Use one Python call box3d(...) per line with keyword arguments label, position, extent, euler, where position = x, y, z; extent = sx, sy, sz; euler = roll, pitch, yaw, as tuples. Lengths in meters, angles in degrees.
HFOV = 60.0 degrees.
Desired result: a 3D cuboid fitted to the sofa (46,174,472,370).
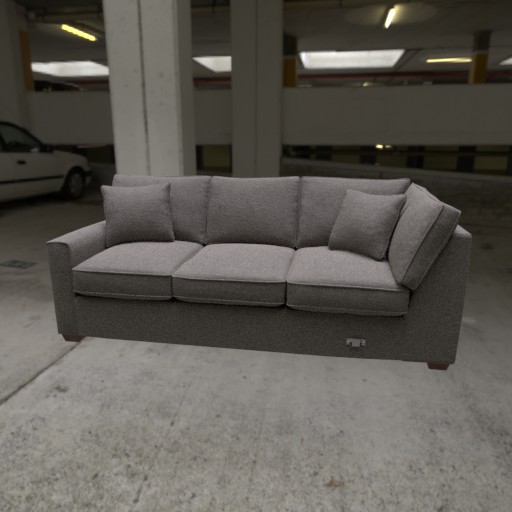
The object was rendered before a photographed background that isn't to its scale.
box3d(label="sofa", position=(0.000, 0.000, 2.856), extent=(2.317, 0.962, 1.061), euler=(3, 15, 10))
